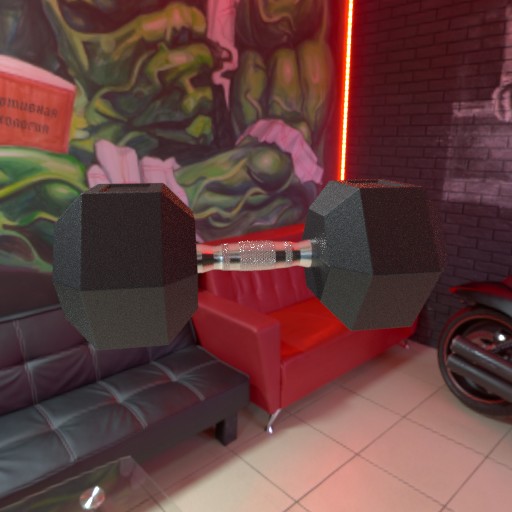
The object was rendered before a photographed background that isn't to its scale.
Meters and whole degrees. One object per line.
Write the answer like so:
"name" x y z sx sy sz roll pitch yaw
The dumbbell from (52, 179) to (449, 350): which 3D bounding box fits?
"dumbbell" 0.000 0.000 0.334 0.271 0.106 0.122 -3 15 -10
